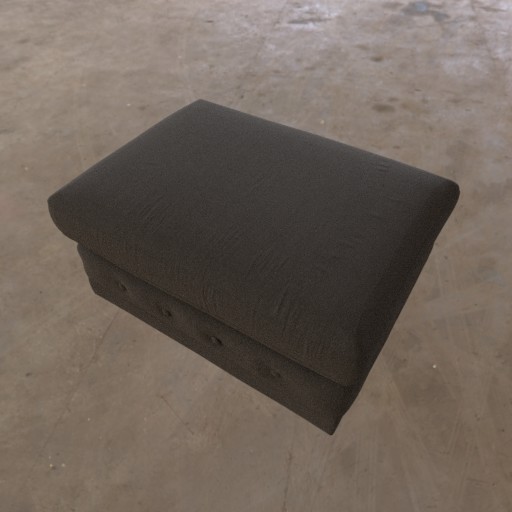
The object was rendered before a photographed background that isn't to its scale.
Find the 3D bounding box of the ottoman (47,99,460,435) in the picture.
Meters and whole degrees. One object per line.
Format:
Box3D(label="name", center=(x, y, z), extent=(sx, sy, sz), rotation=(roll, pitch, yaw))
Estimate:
Box3D(label="ottoman", center=(0.000, 0.000, 1.139), extent=(0.771, 0.500, 0.569), rotation=(25, 51, 22))
